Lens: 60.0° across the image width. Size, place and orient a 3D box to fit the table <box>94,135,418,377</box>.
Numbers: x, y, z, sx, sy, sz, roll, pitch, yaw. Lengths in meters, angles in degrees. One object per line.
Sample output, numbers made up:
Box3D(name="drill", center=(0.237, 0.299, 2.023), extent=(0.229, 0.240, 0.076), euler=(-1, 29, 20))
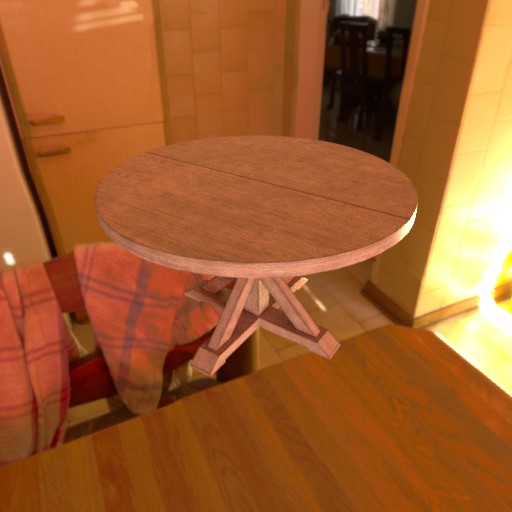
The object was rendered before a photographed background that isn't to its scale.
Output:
Box3D(name="table", center=(0.000, 0.000, 2.152), extent=(1.363, 0.781, 1.363), euler=(0, 31, 0))
